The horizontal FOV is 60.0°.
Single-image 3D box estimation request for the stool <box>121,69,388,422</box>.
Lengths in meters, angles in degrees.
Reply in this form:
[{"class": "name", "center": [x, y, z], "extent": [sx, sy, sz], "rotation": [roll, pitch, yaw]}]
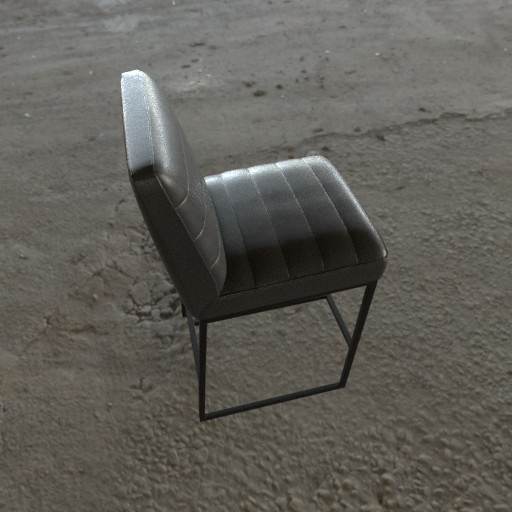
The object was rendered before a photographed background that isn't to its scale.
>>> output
[{"class": "stool", "center": [0.000, 0.000, 1.249], "extent": [0.552, 0.938, 0.457], "rotation": [-10, 46, -10]}]
